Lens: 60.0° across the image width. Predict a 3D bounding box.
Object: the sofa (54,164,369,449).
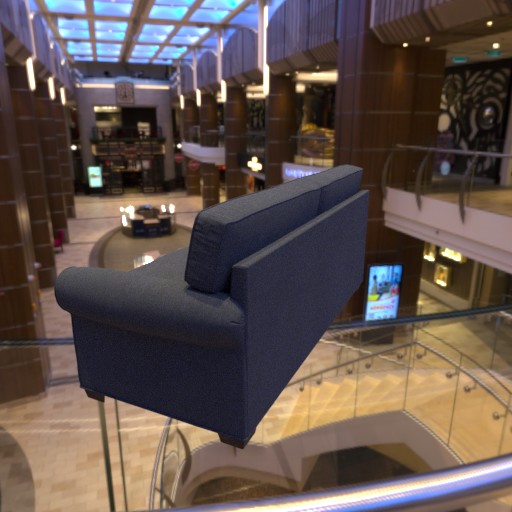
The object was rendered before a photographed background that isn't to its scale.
[{"bbox_3d":[0.000,0.000,2.841,0.954,1.026,2.391,8,18,24],"label":"sofa"}]
